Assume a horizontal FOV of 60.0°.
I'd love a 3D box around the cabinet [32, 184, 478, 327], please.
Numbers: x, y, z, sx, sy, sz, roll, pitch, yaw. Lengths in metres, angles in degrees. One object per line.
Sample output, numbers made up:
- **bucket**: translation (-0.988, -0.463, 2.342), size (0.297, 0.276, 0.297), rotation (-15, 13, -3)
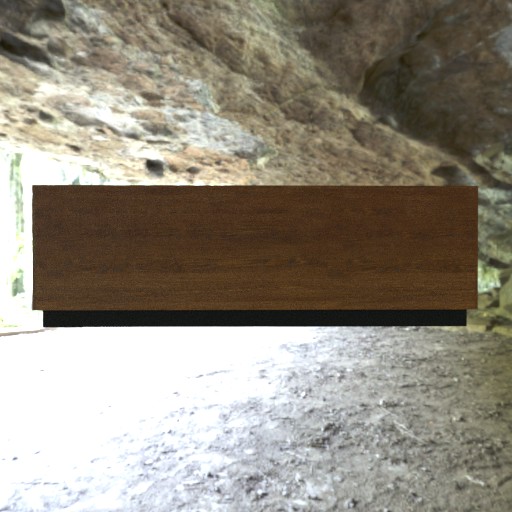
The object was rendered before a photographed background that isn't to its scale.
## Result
- **cabinet**: translation (0.000, 0.000, 1.800), size (1.600, 0.510, 0.419), rotation (0, 0, -1)
